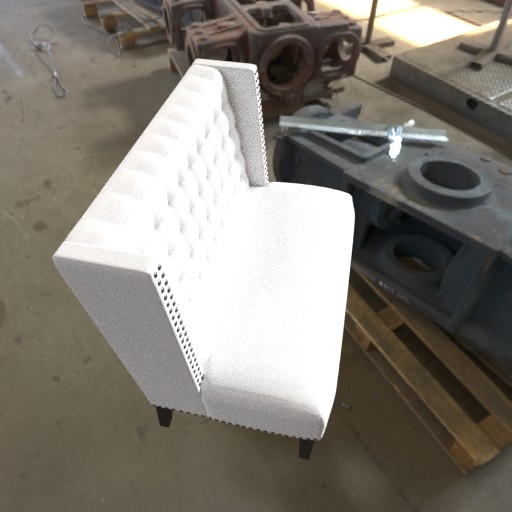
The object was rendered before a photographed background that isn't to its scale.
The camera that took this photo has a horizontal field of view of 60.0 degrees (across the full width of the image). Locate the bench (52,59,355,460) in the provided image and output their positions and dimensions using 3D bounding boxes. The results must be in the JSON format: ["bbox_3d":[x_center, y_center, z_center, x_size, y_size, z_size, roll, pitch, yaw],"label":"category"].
[{"bbox_3d":[0.000,0.000,1.942,0.847,1.123,1.280,9,48,9],"label":"bench"}]
